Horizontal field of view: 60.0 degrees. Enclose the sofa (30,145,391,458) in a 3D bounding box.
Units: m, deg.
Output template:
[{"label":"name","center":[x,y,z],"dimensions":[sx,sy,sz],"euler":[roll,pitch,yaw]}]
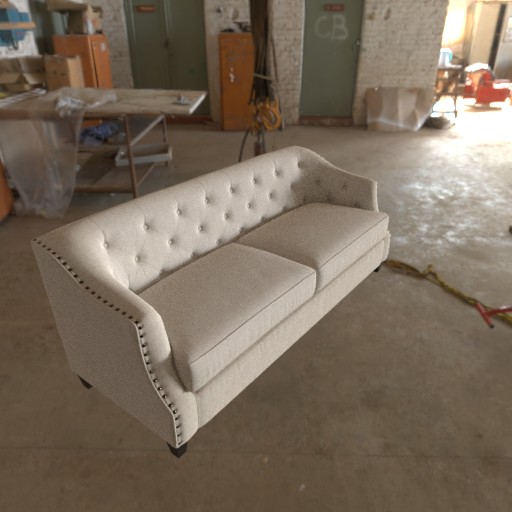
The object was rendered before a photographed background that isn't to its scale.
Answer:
[{"label":"sofa","center":[0.000,0.000,2.754],"dimensions":[0.914,0.901,2.235],"euler":[20,34,33]}]
